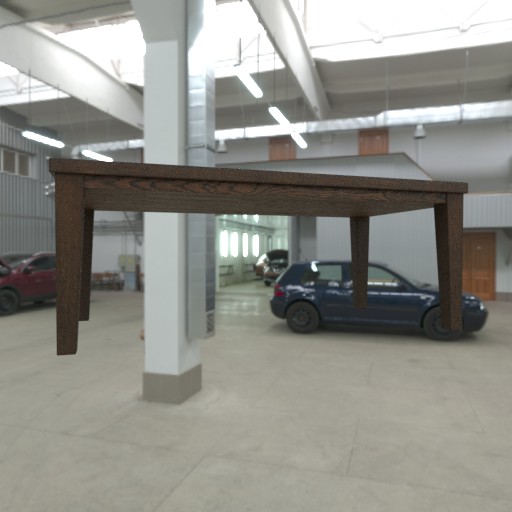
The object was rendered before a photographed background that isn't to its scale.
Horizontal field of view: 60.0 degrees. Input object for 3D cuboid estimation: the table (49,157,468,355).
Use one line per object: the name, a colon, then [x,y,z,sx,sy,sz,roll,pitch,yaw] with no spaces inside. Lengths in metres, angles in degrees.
table: [0.000,0.000,2.473,1.981,0.762,1.016,0,0,-18]
